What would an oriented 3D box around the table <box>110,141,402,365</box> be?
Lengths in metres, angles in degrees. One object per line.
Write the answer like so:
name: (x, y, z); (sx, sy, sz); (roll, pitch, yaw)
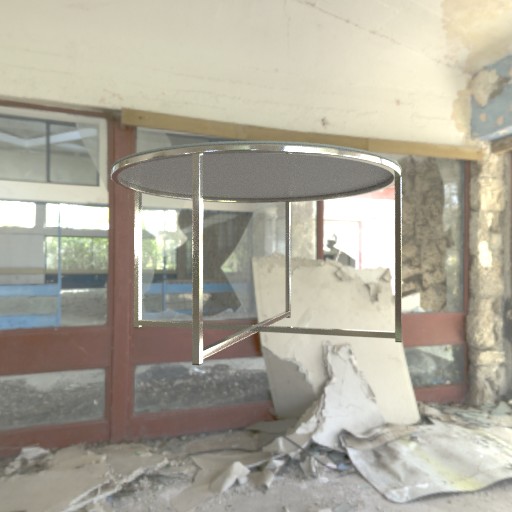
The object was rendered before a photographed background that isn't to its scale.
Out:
table: (0.000, 0.000, 1.278); (0.800, 0.450, 0.800); (0, -1, 0)
